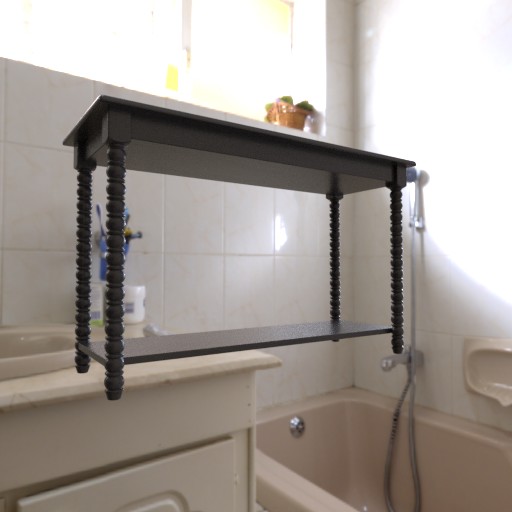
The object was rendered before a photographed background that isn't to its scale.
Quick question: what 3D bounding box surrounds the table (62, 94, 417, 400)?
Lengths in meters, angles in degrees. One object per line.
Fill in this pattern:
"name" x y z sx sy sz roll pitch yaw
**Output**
"table" 0.000 0.000 1.542 1.184 0.735 0.459 1 -2 -34
